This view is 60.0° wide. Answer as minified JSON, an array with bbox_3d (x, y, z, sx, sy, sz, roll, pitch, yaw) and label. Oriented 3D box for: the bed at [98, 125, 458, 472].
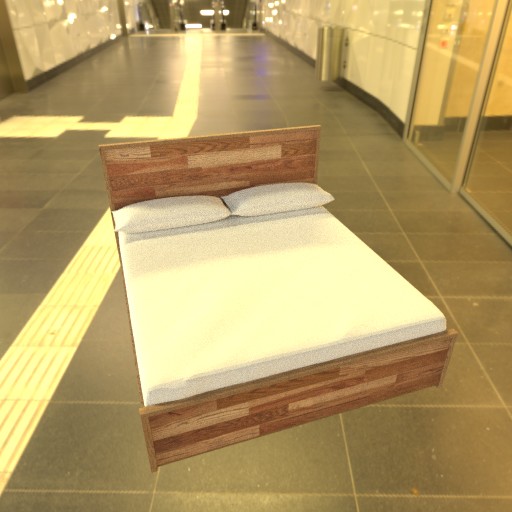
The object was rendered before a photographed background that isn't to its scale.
[{"bbox_3d":[0.000,0.000,3.388,2.013,1.295,2.184,-10,32,-16],"label":"bed"}]
